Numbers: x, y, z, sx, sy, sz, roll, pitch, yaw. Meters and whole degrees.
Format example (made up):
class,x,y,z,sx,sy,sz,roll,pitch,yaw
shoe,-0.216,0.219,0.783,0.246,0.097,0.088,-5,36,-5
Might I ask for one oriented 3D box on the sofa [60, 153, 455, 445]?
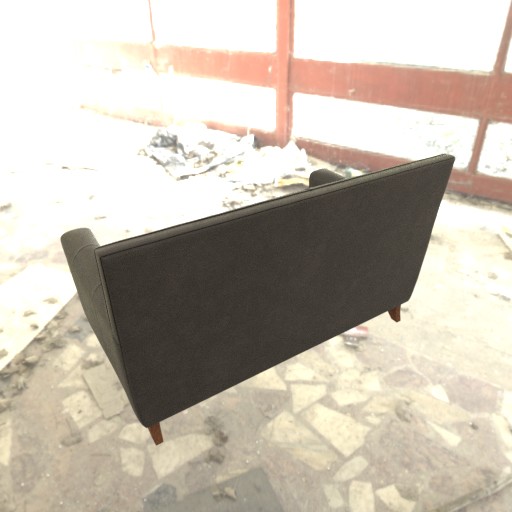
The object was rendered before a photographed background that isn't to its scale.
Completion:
class,x,y,z,sx,sy,sz,roll,pitch,yaw
sofa,0.000,0.000,1.983,1.473,0.871,0.787,-19,35,-28
